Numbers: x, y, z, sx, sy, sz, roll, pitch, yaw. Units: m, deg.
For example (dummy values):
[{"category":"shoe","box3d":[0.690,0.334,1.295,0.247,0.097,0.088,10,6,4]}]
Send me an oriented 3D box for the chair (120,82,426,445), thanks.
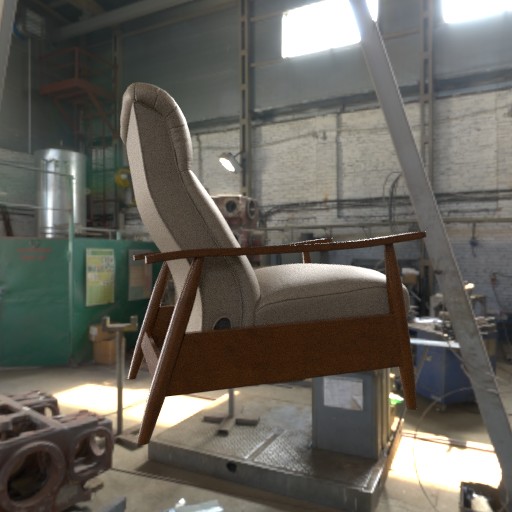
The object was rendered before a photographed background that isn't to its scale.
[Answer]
[{"category":"chair","box3d":[0.000,0.000,1.765,1.032,1.082,0.762,0,0,-18]}]
